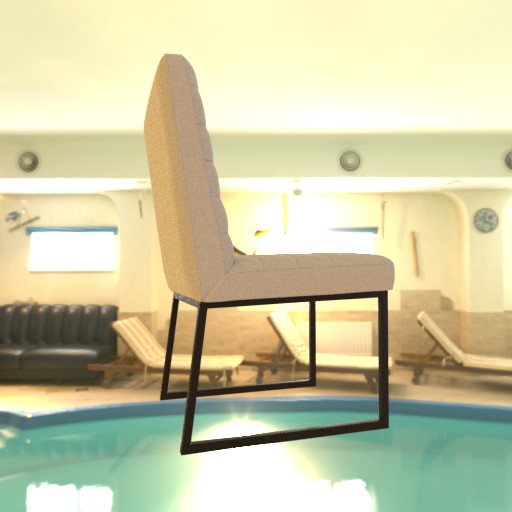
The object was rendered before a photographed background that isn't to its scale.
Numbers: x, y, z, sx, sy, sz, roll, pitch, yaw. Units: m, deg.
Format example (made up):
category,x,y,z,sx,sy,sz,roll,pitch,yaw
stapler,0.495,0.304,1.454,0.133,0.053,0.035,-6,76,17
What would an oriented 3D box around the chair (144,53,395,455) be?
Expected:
category,x,y,z,sx,sy,sz,roll,pitch,yaw
chair,0.000,0.000,1.325,0.634,0.930,0.520,1,-2,-18
